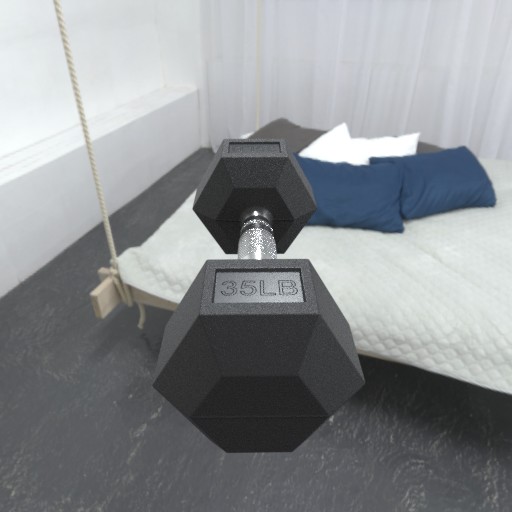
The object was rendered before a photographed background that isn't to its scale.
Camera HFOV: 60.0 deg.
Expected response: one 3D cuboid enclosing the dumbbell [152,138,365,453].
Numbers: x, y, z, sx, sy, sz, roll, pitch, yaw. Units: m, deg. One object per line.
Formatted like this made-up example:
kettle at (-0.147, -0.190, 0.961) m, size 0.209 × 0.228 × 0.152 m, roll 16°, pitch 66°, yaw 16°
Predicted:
dumbbell at (0.000, 0.000, 0.420) m, size 0.141 × 0.123 × 0.356 m, roll 0°, pitch 34°, yaw -1°
